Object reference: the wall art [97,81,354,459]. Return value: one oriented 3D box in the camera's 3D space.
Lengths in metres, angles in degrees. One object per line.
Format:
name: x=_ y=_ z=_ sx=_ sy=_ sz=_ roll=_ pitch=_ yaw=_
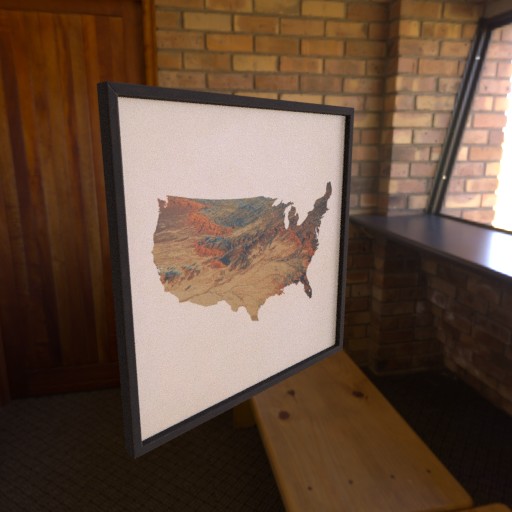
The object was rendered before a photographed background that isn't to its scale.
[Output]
wall art: x=0.000 y=0.000 z=0.450 sx=0.304 sy=0.303 sz=0.015 roll=-13 pitch=19 yaw=-43
